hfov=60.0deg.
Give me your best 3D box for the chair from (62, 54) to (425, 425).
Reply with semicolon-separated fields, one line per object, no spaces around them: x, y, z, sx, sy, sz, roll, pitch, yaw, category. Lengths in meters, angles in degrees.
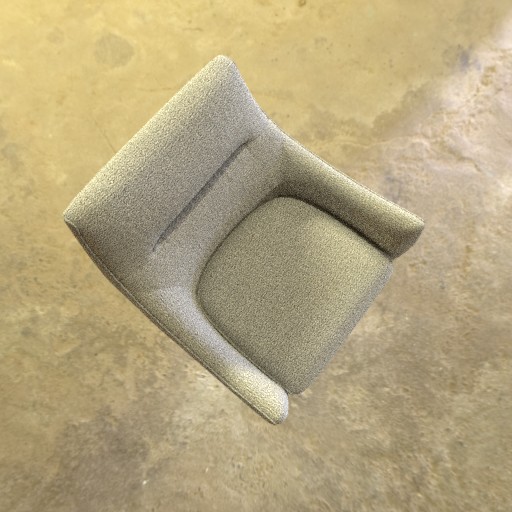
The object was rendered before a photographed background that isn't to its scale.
0.000;0.000;1.471;0.787;0.838;0.762;38;78;10;chair
